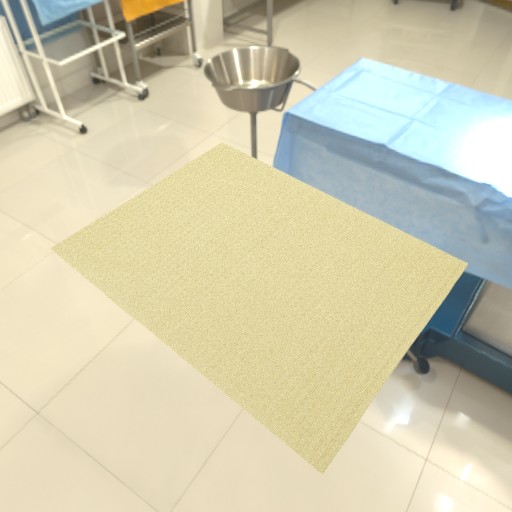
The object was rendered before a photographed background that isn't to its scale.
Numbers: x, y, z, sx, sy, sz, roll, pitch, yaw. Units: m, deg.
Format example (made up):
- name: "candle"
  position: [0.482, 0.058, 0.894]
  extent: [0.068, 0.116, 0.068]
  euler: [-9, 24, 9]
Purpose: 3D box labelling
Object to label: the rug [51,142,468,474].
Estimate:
- name: "rug"
  position: [0.000, 0.000, 4.247]
  extent: [3.204, 0.016, 2.452]
  euler: [32, 54, 26]
